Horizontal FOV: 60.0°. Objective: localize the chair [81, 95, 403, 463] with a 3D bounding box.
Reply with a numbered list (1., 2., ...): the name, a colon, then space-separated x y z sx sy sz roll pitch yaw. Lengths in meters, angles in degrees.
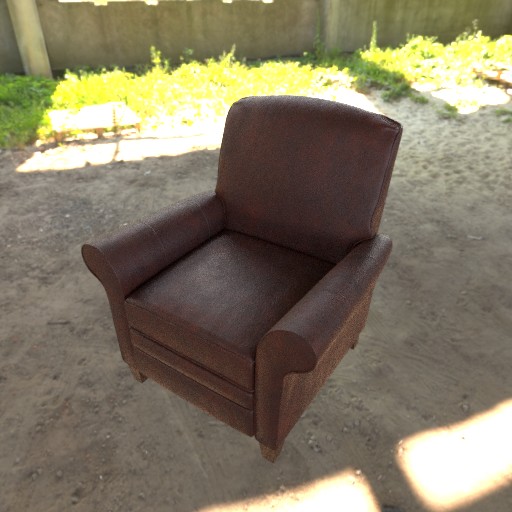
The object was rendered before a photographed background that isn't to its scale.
1. chair: 0.000 0.000 1.746 0.978 1.061 0.902 20 37 29
